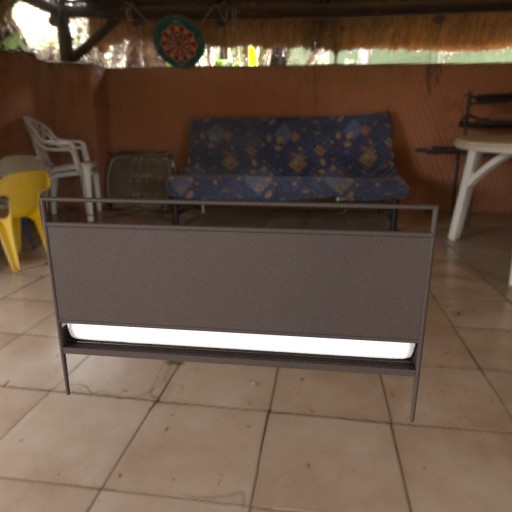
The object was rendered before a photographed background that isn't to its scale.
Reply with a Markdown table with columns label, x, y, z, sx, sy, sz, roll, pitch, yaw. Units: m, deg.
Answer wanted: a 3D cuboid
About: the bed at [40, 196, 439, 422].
| label | x | y | z | sx | sy | sz | roll | pitch | yaw |
| --- | --- | --- | --- | --- | --- | --- | --- | --- | --- |
| bed | 0.000 | 0.000 | 3.357 | 1.993 | 1.173 | 2.151 | 2 | 16 | 7 |
